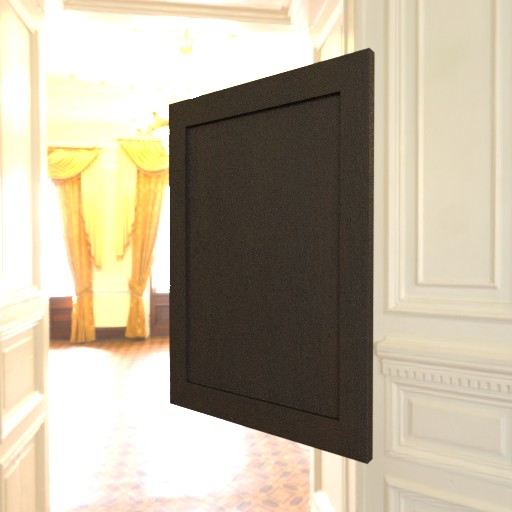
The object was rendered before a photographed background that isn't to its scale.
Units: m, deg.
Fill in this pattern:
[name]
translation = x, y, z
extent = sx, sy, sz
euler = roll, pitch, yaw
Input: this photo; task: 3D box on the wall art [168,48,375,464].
[wall art]
translation = 0.000, 0.000, 0.660
extent = 0.359, 0.513, 0.017
euler = 1, 1, 37
